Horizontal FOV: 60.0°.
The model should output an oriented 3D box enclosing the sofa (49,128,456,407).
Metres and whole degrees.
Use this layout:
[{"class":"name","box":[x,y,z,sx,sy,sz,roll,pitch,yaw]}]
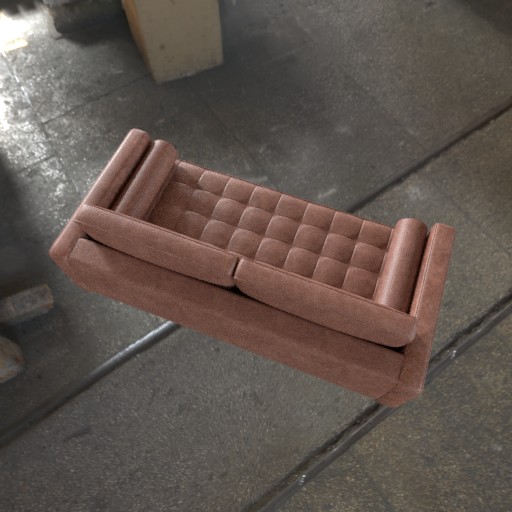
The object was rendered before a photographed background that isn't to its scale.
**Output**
[{"class":"sofa","box":[0.000,0.000,2.373,1.870,0.760,0.910,19,65,9]}]
